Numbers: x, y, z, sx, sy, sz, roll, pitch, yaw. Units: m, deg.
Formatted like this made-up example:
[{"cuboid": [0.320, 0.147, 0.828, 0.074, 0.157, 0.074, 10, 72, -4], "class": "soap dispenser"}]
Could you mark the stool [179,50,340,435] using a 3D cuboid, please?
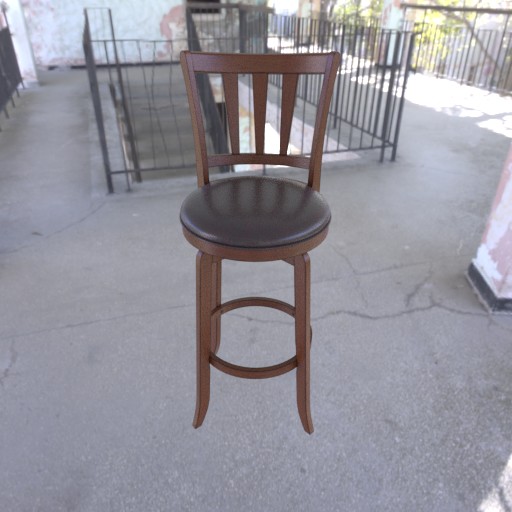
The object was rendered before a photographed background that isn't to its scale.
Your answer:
[{"cuboid": [0.000, 0.000, 1.433, 0.464, 1.177, 0.503, 2, 31, 3], "class": "stool"}]
